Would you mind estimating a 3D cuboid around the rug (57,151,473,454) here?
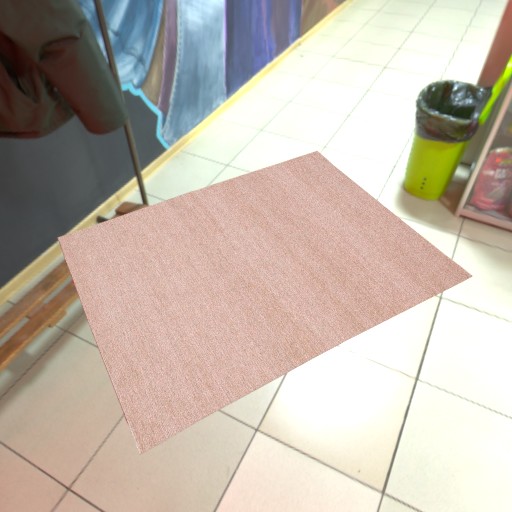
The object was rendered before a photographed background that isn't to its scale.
[{"bbox_3d":[0.000,0.000,4.245,3.202,0.045,2.434,-22,50,-20],"label":"rug"}]
